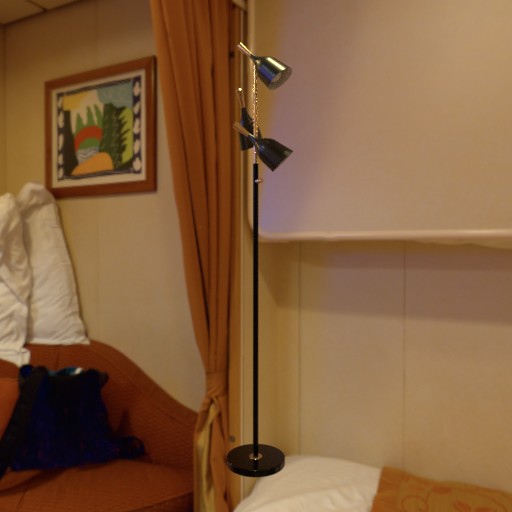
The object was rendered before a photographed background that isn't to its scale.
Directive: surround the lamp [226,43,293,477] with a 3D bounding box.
[{"bbox_3d":[0.000,0.000,1.895,0.253,1.778,0.434,0,1,-20],"label":"lamp"}]
